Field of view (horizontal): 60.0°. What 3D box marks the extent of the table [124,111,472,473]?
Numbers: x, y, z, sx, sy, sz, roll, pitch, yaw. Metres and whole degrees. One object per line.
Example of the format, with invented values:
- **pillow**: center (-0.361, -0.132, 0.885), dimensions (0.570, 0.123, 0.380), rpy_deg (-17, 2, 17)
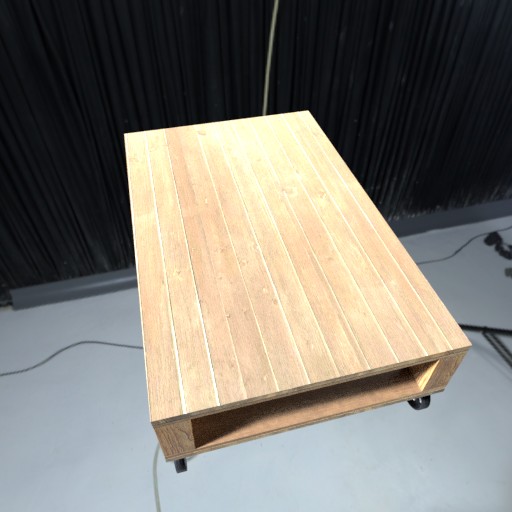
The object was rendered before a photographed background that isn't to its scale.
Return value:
- **table**: center (0.000, 0.000, 1.667), dimensions (0.827, 0.413, 1.299), rpy_deg (-10, 46, -10)
